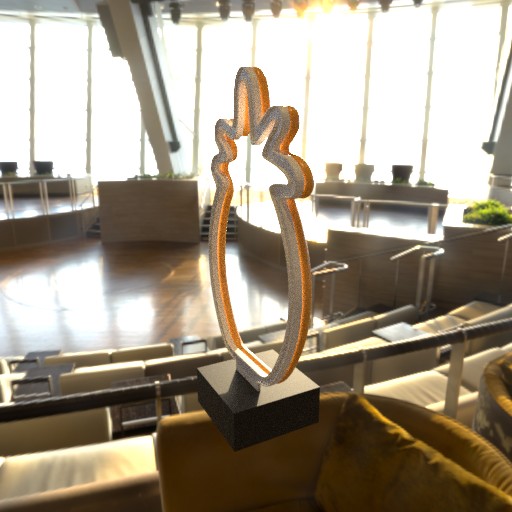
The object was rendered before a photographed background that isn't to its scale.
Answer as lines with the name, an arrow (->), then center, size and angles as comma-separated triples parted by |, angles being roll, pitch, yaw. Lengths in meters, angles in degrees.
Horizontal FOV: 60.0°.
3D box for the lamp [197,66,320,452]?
lamp -> 0.000, 0.000, 0.398 | 0.088, 0.317, 0.167 | -8, 16, -27
